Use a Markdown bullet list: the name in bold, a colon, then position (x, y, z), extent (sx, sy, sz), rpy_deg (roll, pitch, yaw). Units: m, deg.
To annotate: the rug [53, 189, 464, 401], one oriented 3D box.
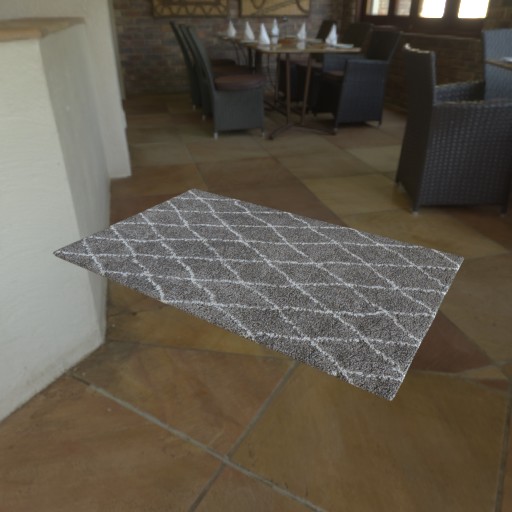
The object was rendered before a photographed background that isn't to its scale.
- **rug**: position (0.000, 0.000, 3.088), extent (2.438, 0.030, 1.524), rpy_deg (18, 34, 29)
